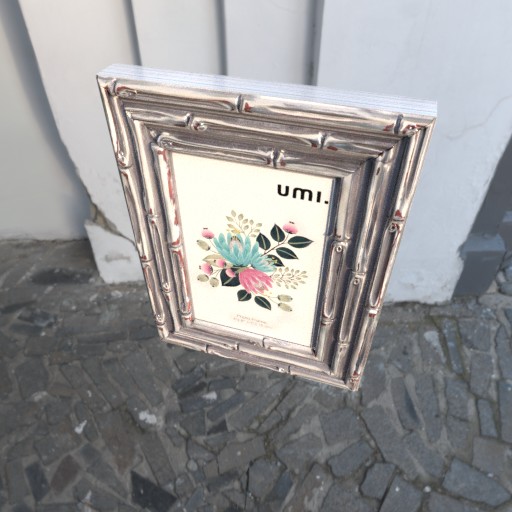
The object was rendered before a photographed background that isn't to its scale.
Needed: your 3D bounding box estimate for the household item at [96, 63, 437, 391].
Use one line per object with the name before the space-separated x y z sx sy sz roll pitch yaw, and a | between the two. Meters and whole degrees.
household item | 0.000 0.000 0.283 0.165 0.216 0.025 12 43 13
